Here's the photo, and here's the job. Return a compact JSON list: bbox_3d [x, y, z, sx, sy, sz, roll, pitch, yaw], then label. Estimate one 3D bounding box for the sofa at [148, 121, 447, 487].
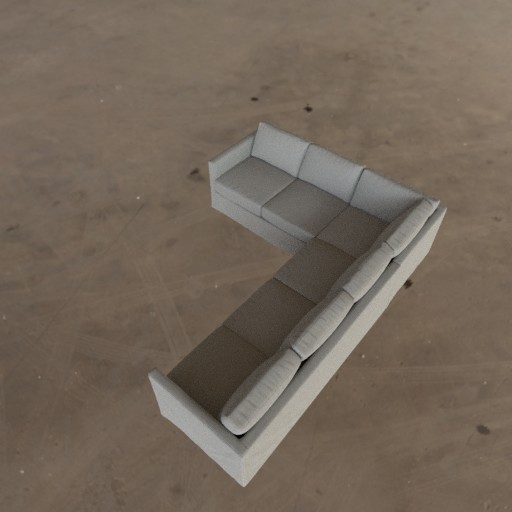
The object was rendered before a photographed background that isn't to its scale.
[{"bbox_3d":[0.000,0.000,4.361,2.432,0.871,3.182,32,55,26],"label":"sofa"}]
